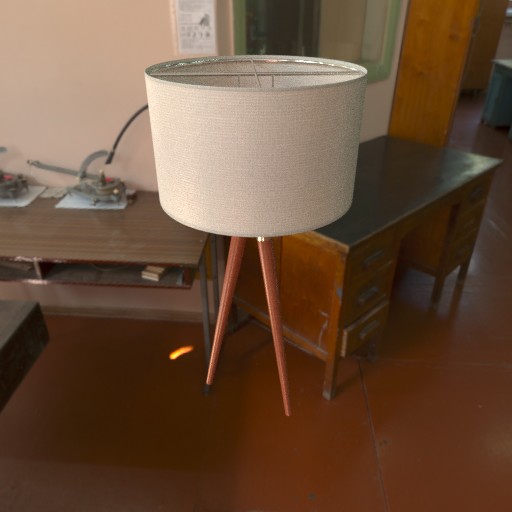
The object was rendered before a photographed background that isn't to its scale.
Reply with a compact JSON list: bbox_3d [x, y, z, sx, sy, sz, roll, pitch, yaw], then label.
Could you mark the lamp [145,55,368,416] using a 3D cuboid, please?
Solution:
[{"bbox_3d":[0.000,0.000,0.899,0.355,0.709,0.354,22,37,32],"label":"lamp"}]
